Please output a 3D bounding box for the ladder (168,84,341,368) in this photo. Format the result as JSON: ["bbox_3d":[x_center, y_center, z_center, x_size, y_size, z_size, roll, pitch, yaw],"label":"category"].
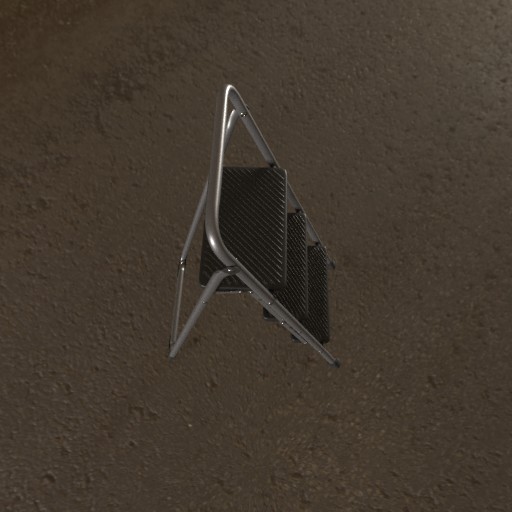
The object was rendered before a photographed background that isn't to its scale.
[{"bbox_3d":[0.000,0.000,1.276,0.629,0.945,0.430,2,64,1],"label":"ladder"}]
